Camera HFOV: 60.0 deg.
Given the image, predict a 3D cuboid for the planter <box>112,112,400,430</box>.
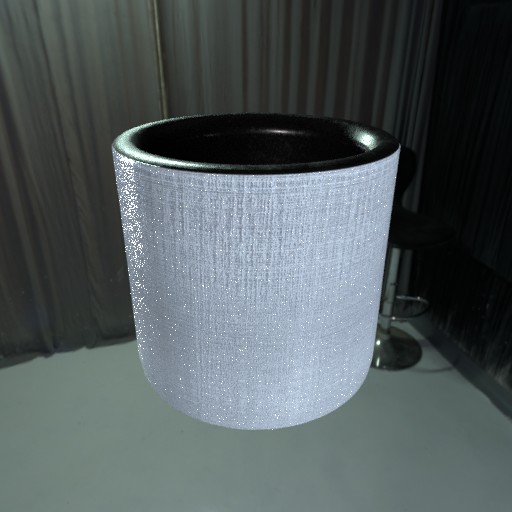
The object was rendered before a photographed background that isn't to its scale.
[{"bbox_3d":[0.000,0.000,0.285,0.160,0.156,0.160,0,26,0],"label":"planter"}]
